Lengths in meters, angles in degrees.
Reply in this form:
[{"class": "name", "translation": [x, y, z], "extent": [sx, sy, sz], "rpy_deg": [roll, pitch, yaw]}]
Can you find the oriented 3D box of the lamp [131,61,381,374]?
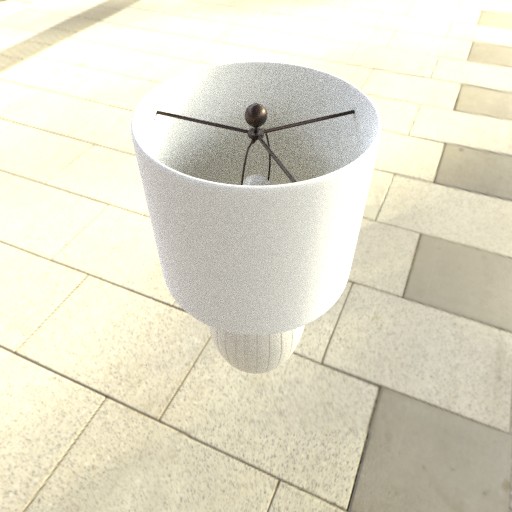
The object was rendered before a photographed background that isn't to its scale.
[{"class": "lamp", "translation": [0.000, 0.000, 0.784], "extent": [0.328, 0.570, 0.328], "rpy_deg": [0, 46, 0]}]
